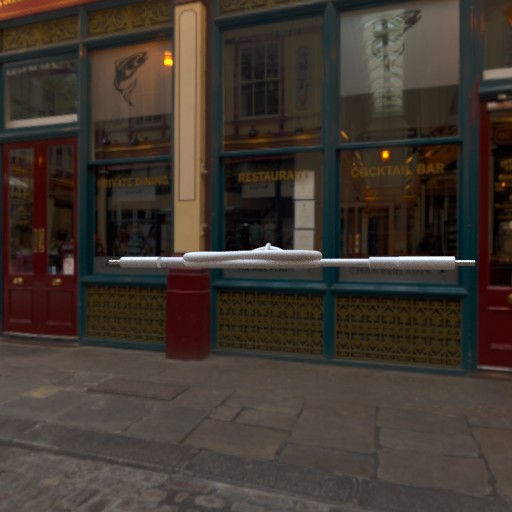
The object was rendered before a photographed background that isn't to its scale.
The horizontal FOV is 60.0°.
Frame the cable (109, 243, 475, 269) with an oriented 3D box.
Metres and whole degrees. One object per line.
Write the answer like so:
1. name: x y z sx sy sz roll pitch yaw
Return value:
1. cable: 0.000 0.000 0.219 0.203 0.014 0.070 0 0 18
